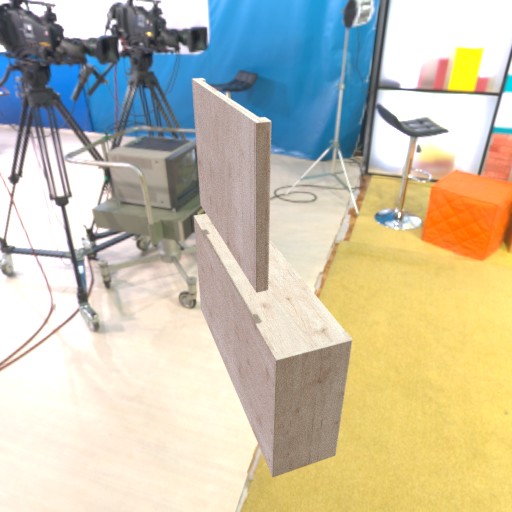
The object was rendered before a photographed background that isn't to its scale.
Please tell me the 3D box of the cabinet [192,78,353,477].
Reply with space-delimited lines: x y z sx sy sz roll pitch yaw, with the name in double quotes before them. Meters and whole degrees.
"cabinet" 0.000 0.000 2.827 0.420 1.981 1.700 -11 32 -17
